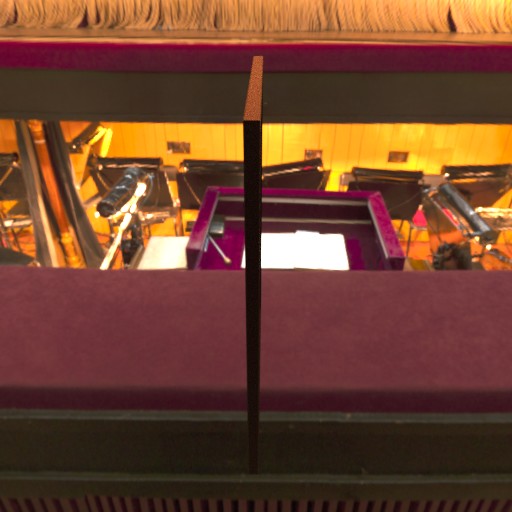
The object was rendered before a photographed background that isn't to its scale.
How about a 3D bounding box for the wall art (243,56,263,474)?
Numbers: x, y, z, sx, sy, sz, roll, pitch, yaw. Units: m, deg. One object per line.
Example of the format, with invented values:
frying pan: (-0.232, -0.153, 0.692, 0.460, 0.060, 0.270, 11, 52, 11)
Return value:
wall art: (0.000, 0.000, 1.361, 0.030, 1.027, 0.774, 1, 32, 1)
